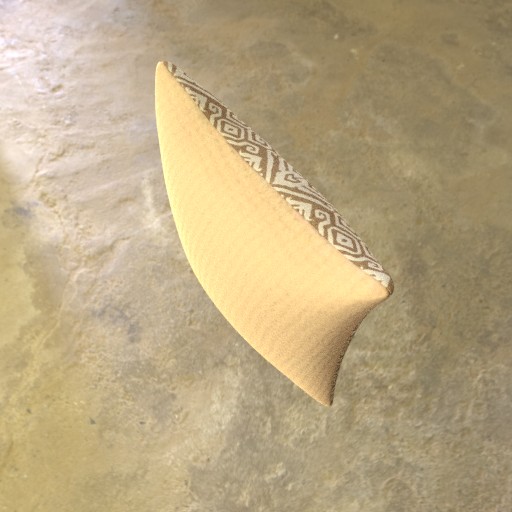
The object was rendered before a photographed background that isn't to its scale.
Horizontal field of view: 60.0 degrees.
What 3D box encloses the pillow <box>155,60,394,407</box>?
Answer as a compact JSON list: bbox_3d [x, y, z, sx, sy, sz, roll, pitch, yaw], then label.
[{"bbox_3d":[0.000,0.000,0.650,0.173,0.407,0.419,-32,64,-18],"label":"pillow"}]
